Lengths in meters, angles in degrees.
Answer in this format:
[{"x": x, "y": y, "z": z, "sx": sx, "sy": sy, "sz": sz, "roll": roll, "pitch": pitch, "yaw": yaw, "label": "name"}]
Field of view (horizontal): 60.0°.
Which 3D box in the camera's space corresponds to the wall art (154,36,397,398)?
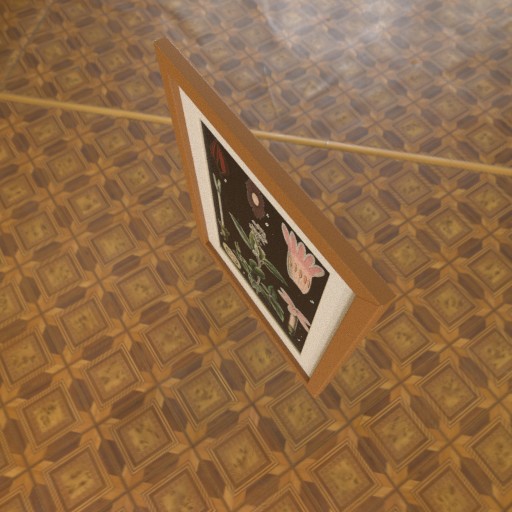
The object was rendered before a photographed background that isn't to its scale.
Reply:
[{"x": 0.000, "y": 0.000, "z": 0.517, "sx": 0.015, "sy": 0.379, "sz": 0.310, "roll": -32, "pitch": 68, "yaw": -15, "label": "wall art"}]
